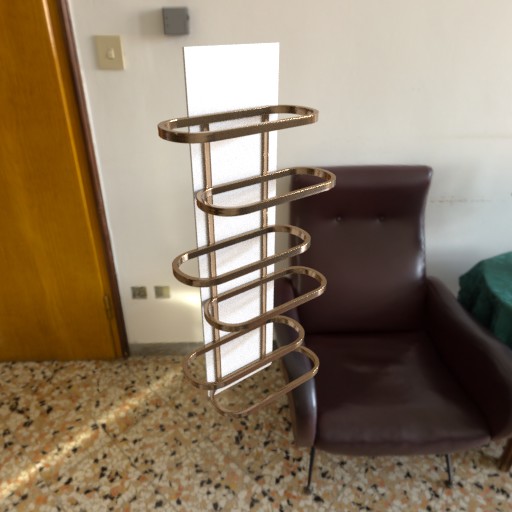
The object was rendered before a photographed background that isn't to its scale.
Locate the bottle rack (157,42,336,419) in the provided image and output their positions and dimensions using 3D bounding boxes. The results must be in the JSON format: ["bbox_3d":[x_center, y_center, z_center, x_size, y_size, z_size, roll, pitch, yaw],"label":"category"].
[{"bbox_3d":[0.000,0.000,0.827,0.332,0.709,0.118,-20,35,-32],"label":"bottle rack"}]
